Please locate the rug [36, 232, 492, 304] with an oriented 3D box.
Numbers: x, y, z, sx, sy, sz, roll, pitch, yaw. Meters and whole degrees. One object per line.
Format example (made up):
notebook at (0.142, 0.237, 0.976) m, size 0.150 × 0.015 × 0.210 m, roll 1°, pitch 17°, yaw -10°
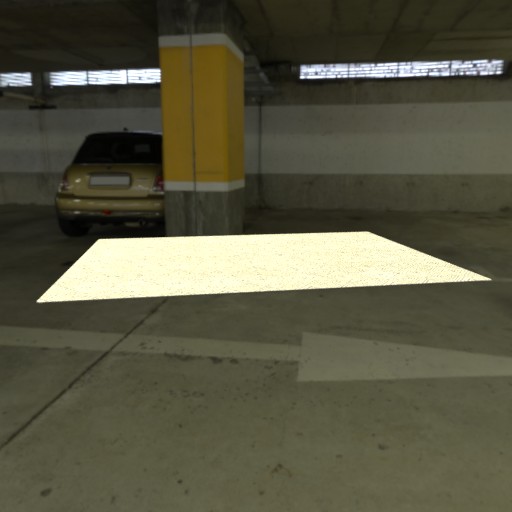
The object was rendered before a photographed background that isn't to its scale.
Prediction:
rug at (0.000, 0.000, 2.903) m, size 2.238 × 0.008 × 1.593 m, roll -2°, pitch 12°, yaw -9°
